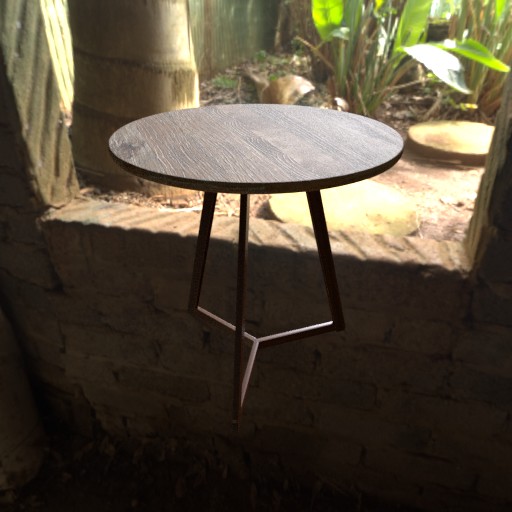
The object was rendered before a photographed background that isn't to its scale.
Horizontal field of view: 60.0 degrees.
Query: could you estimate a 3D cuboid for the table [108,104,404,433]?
[{"bbox_3d":[0.000,0.000,0.902,0.500,0.500,0.500,0,30,0],"label":"table"}]
